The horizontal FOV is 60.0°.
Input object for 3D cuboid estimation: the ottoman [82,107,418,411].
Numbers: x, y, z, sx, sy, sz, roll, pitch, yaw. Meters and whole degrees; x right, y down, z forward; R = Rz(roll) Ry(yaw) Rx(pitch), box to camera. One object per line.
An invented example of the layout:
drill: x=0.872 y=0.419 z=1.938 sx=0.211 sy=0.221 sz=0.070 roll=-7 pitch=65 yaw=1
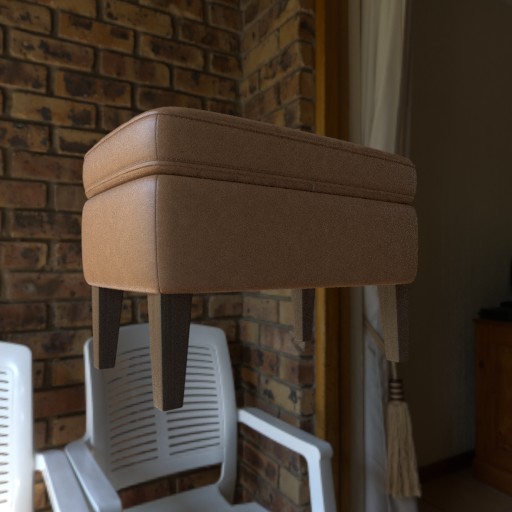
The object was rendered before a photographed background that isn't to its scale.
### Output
ottoman: x=0.000 y=0.000 z=0.977 sx=0.670 sy=0.480 sz=0.420 roll=1 pitch=-1 yaw=-36
